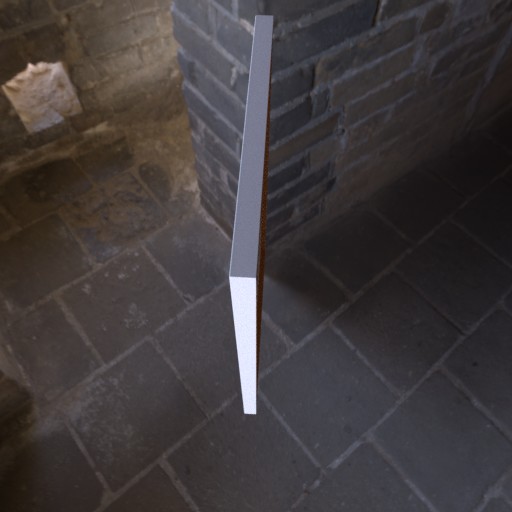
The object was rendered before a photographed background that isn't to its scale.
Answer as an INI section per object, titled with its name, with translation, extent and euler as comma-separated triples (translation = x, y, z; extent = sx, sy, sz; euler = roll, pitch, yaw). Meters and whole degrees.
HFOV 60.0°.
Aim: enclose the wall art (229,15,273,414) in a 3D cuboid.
[wall art]
translation = 0.000, 0.000, 0.763
extent = 0.025, 0.608, 0.405
euler = 3, 59, 2
